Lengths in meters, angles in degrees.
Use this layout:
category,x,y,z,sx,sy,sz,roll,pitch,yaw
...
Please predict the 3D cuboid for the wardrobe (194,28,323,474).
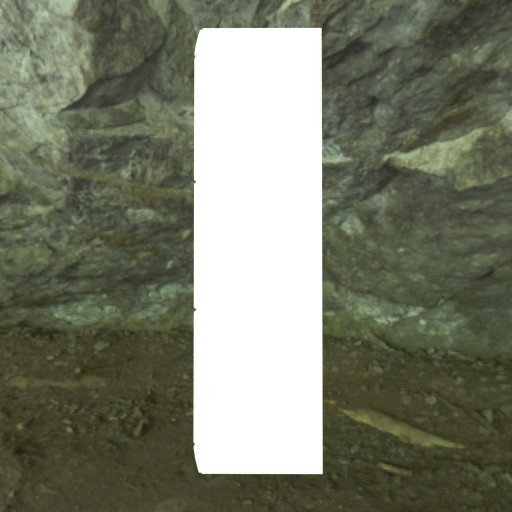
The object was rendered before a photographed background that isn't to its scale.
category,x,y,z,sx,sy,sz,roll,pitch,yaw
wardrobe,0.000,0.000,1.848,0.360,1.200,1.340,0,-1,0
